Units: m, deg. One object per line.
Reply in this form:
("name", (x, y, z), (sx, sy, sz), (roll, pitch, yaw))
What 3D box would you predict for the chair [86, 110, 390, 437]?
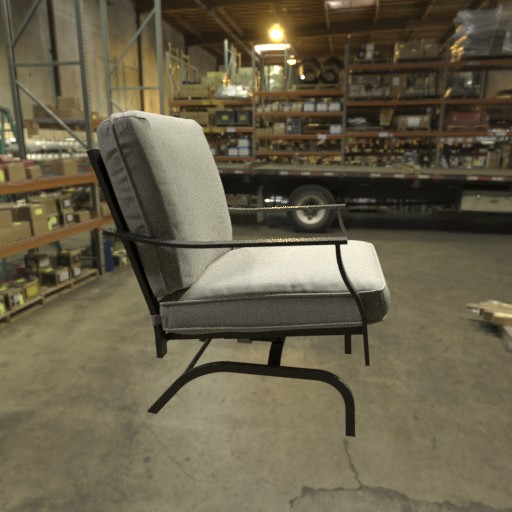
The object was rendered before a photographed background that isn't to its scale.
("chair", (0.000, 0.000, 1.410), (0.787, 0.860, 0.650), (3, 14, 10))
